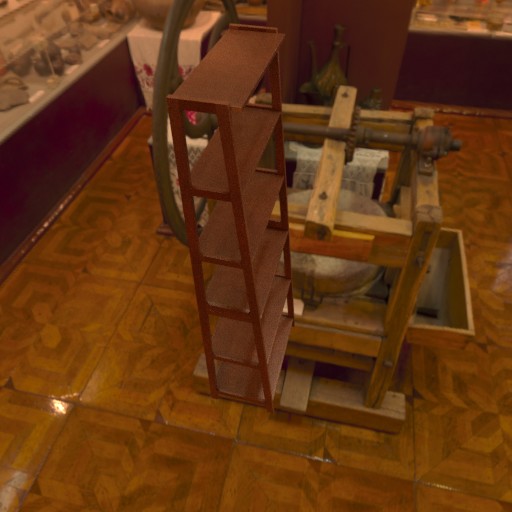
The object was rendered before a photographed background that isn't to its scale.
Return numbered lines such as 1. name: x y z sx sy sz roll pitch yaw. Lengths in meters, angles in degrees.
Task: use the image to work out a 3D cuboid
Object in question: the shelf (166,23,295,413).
1. shelf: 0.000 0.000 2.179 0.382 1.892 0.660 11 46 10
